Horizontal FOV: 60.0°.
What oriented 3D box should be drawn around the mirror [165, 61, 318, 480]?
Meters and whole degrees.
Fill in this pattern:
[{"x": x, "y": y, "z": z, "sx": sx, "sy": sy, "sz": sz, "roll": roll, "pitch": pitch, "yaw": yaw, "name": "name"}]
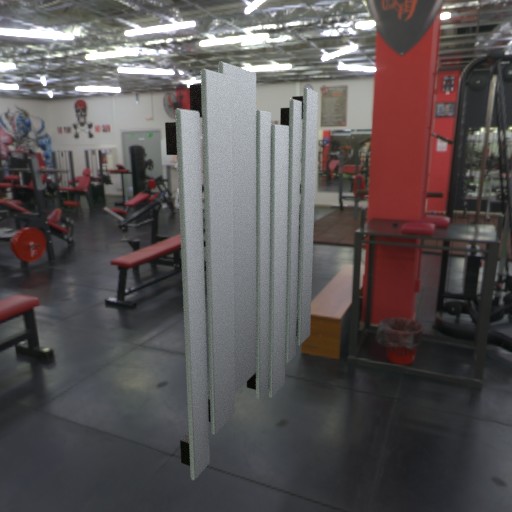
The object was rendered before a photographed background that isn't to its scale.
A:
[{"x": 0.000, "y": 0.000, "z": 0.790, "sx": 0.058, "sy": 0.611, "sz": 0.445, "roll": 7, "pitch": 16, "yaw": 26, "name": "mirror"}]
